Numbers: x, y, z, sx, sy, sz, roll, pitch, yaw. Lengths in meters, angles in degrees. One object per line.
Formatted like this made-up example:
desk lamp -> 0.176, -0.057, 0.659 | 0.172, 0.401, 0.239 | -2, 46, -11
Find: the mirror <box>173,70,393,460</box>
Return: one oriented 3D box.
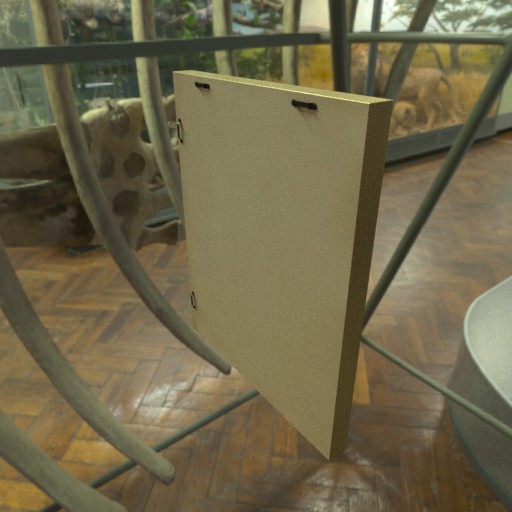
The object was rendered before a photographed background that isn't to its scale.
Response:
mirror -> 0.000, 0.000, 0.692 | 0.041, 0.508, 0.405 | -19, 33, -32
